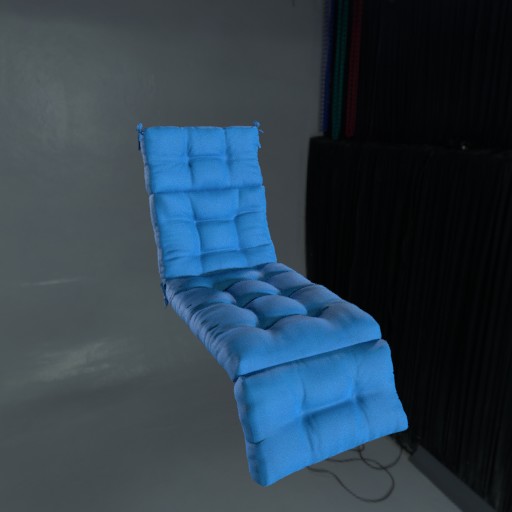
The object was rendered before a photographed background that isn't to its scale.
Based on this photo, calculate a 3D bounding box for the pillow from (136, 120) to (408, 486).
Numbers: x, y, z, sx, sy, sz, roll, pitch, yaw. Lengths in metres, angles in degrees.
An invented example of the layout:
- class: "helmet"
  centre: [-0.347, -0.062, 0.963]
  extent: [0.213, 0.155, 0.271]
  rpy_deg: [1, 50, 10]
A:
- class: "pillow"
  centre: [0.000, 0.000, 1.464]
  extent: [0.526, 0.863, 1.016]
  rpy_deg: [-8, 19, -26]
